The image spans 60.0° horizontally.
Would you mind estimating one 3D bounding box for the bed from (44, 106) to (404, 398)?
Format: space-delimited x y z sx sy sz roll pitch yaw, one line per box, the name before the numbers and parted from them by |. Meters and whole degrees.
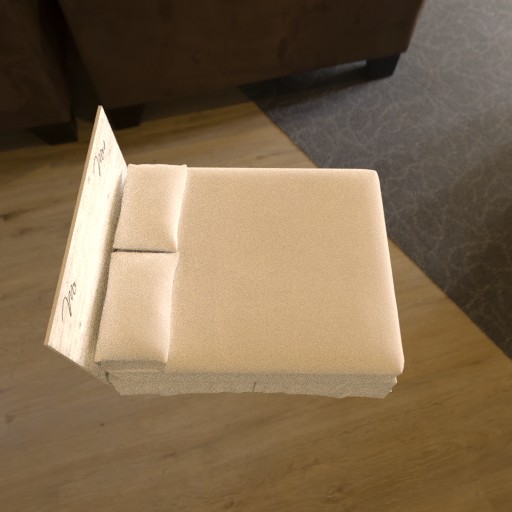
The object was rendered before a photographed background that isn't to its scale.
bed | 0.000 0.000 3.173 2.094 1.335 1.745 1 63 0
